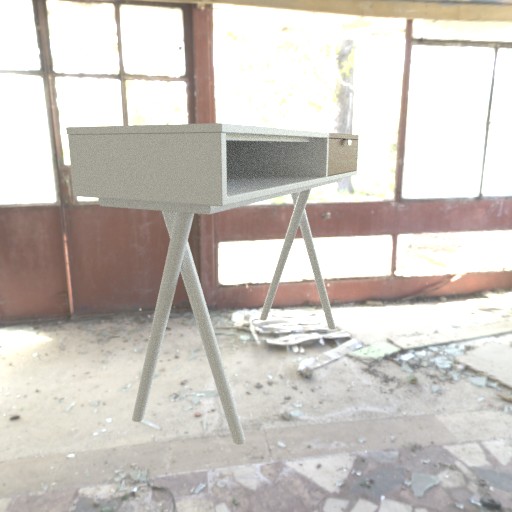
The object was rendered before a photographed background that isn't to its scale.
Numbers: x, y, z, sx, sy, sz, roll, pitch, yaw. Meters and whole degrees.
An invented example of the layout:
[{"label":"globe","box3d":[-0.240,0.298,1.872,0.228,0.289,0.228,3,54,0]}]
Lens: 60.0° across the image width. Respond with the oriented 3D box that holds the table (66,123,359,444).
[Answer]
[{"label":"table","box3d":[0.000,0.000,1.454,0.418,0.785,1.066,7,15,25]}]
